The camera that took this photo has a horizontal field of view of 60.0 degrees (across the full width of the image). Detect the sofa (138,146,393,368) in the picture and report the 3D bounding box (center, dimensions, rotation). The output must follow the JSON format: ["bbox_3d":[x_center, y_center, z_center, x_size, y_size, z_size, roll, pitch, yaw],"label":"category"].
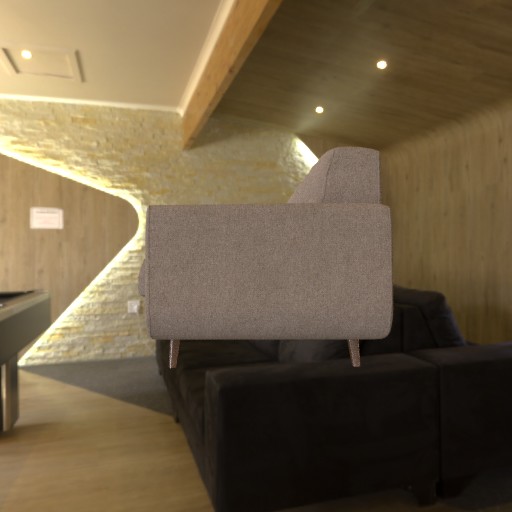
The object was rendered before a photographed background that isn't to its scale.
[{"bbox_3d":[0.000,0.000,2.524,0.909,0.841,2.029,0,0,-1],"label":"sofa"}]
